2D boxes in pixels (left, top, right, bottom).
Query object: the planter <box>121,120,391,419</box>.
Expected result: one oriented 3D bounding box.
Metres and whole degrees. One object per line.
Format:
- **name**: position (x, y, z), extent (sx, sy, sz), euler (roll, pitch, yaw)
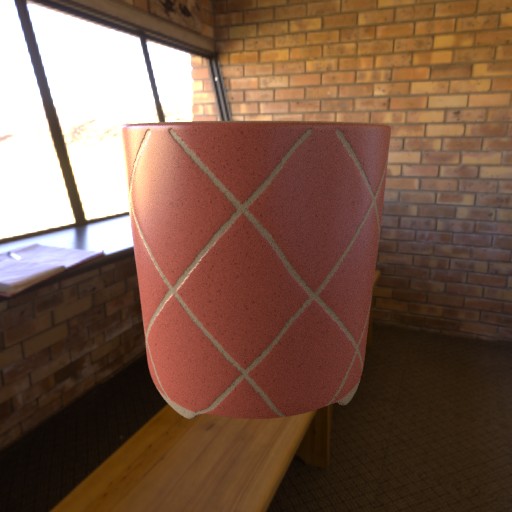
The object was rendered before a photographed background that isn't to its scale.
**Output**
- **planter**: position (0.000, 0.000, 0.417), extent (0.227, 0.235, 0.227), euler (0, 15, 0)
